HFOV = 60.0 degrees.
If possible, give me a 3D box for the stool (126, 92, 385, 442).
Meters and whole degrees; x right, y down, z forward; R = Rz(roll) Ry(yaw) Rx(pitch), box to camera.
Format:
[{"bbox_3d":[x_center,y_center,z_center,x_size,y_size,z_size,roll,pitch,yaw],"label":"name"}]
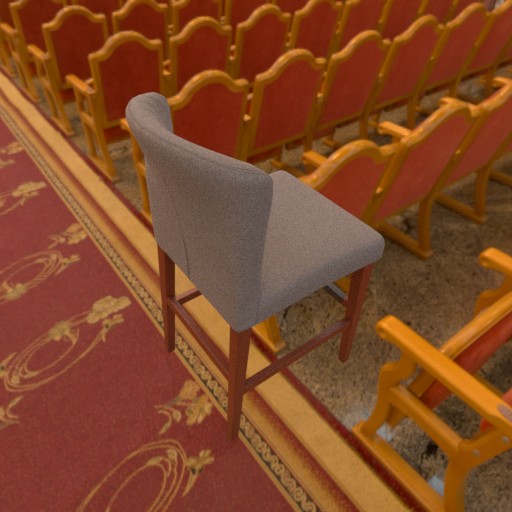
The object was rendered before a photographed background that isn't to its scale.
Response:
[{"bbox_3d":[0.000,0.000,1.307,0.568,0.968,0.481,-26,48,-26],"label":"stool"}]
